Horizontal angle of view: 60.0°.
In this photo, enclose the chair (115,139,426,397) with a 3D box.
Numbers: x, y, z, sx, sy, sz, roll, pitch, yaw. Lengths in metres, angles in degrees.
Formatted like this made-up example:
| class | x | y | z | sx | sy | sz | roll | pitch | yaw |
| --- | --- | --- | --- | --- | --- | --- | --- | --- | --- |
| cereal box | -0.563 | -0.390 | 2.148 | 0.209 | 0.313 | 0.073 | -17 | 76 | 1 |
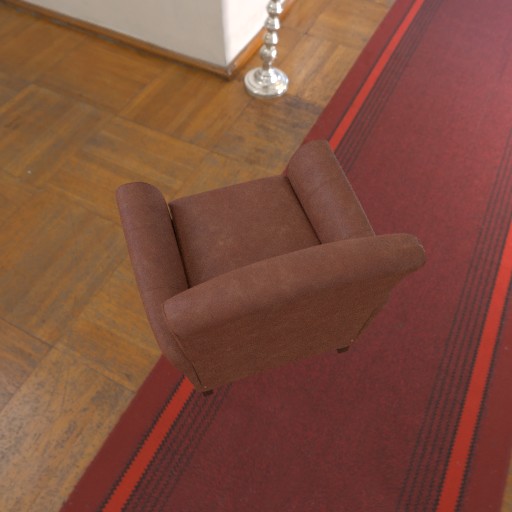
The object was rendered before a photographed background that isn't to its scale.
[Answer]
| class | x | y | z | sx | sy | sz | roll | pitch | yaw |
| --- | --- | --- | --- | --- | --- | --- | --- | --- | --- |
| chair | 0.000 | 0.000 | 1.792 | 0.978 | 1.061 | 0.902 | -15 | 59 | -9 |
